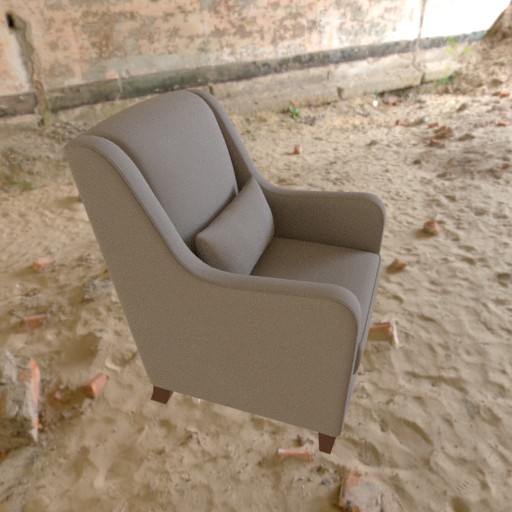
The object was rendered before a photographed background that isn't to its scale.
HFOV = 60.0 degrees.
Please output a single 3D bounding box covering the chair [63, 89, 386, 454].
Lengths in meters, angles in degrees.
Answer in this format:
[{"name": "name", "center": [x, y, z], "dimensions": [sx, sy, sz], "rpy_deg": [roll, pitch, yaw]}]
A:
[{"name": "chair", "center": [0.000, 0.000, 1.589], "dimensions": [0.863, 1.010, 0.715], "rpy_deg": [11, 34, 16]}]
